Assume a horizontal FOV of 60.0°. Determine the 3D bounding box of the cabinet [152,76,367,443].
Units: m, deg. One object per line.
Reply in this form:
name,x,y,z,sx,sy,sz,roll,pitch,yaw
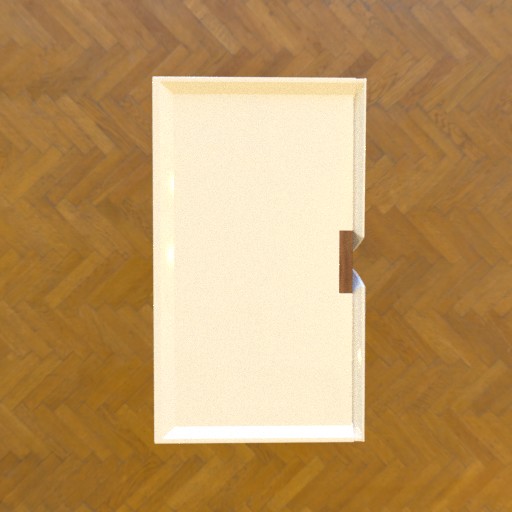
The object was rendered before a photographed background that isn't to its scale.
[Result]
cabinet,0.000,0.000,1.099,0.344,0.772,0.591,0,91,-1
